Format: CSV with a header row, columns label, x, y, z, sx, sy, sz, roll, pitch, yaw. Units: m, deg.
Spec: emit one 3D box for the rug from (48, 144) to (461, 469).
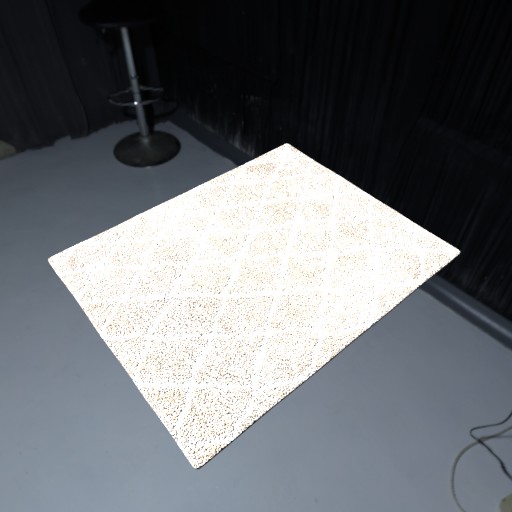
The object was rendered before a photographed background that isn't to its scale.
label,x,y,z,sx,sy,sz,roll,pitch,yaw
rug,0.000,0.000,4.168,3.047,0.029,2.438,-31,54,-26
